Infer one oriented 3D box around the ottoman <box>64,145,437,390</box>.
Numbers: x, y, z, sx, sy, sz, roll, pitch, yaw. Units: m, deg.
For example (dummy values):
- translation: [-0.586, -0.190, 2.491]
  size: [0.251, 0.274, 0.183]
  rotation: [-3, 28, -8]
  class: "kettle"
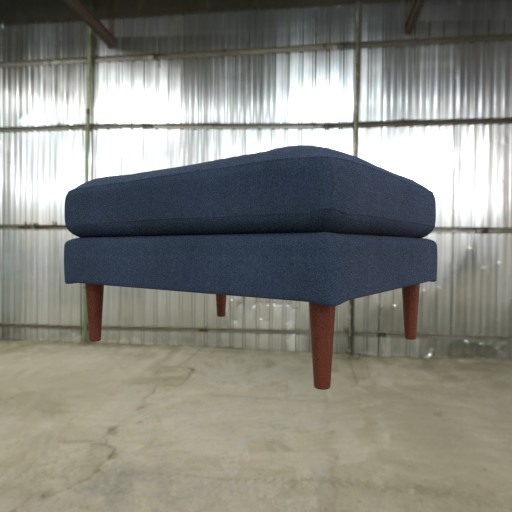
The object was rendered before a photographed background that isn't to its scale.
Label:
- translation: [0.000, 0.000, 1.249]
  size: [0.821, 0.474, 0.693]
  rotation: [1, 1, 36]
  class: "ottoman"
